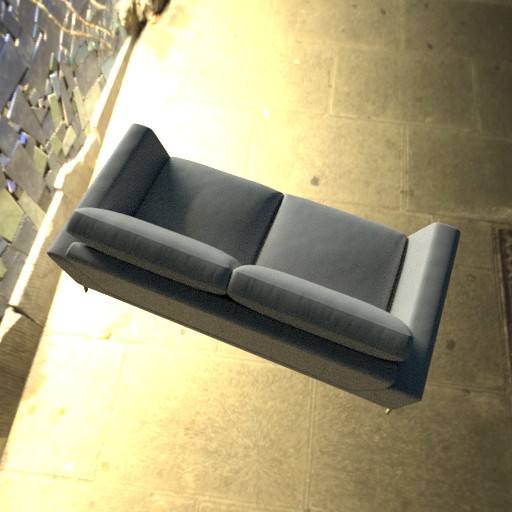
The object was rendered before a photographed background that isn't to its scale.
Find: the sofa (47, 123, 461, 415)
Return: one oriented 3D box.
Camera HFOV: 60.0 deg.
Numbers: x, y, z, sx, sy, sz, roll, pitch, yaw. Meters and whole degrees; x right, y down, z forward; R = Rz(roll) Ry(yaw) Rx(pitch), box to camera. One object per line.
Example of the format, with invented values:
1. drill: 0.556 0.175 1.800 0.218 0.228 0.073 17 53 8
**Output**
1. sofa: 0.000 0.000 2.495 2.017 0.875 0.953 20 67 9
